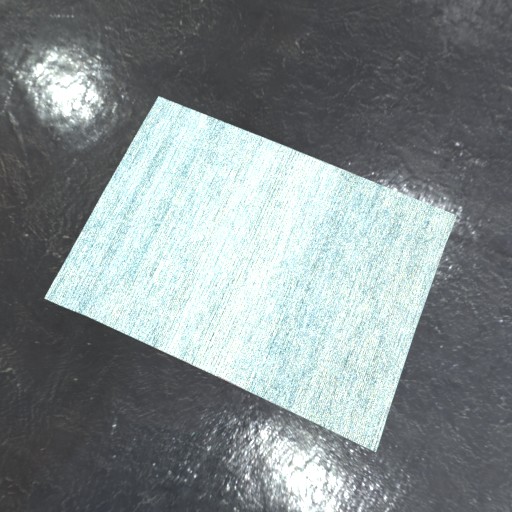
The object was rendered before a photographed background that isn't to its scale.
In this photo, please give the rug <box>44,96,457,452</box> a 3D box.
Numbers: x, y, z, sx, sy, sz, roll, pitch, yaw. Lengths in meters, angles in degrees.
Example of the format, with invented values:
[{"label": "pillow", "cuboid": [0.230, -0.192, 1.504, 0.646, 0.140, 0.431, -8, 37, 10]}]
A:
[{"label": "rug", "cuboid": [0.000, 0.000, 2.901, 2.260, 0.026, 1.611, 23, 77, 6]}]
